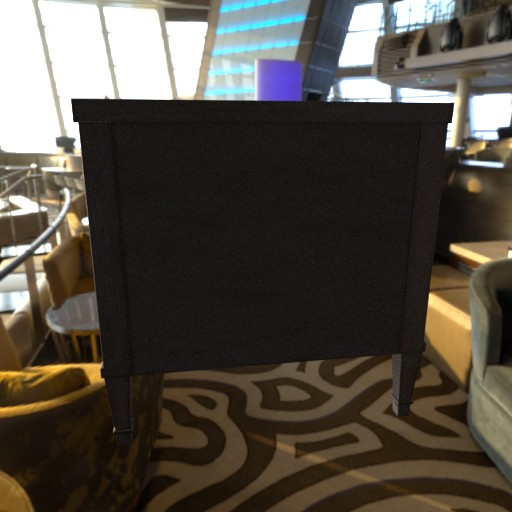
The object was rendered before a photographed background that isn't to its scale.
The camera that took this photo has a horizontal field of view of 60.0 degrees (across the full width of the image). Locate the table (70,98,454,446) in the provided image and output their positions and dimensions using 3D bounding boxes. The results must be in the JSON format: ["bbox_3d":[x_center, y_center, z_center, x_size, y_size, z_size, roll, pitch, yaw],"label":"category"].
[{"bbox_3d":[0.000,0.000,1.034,0.660,0.660,0.413,-3,16,-9],"label":"table"}]
